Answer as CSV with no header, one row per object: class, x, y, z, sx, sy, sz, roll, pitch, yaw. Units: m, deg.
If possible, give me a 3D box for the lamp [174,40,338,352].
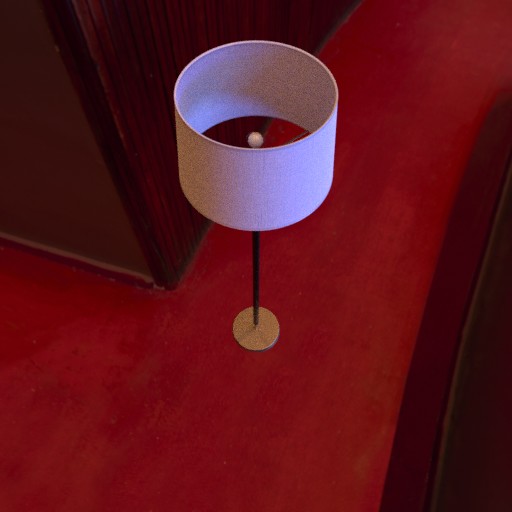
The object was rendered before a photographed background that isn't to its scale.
lamp,0.000,0.000,1.618,0.420,1.447,0.420,0,59,0
